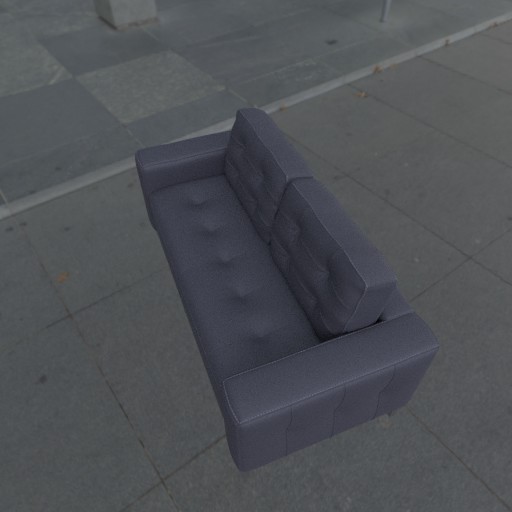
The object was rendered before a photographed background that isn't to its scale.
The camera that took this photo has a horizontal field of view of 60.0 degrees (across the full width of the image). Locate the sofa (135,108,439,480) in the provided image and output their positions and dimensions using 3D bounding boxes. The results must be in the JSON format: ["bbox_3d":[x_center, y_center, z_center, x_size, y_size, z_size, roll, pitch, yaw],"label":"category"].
[{"bbox_3d":[0.000,0.000,2.206,0.833,0.893,1.726,-16,49,-15],"label":"sofa"}]
